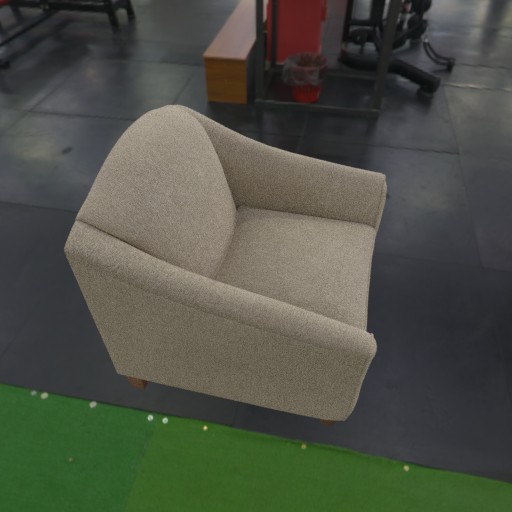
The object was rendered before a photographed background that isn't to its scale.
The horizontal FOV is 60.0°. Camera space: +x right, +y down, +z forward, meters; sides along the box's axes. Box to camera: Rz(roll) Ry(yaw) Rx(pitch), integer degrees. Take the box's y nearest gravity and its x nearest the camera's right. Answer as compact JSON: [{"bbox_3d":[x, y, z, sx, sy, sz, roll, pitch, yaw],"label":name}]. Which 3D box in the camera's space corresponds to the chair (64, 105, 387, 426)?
[{"bbox_3d":[0.000,0.000,1.460,0.787,0.839,0.763,10,46,10],"label":"chair"}]
